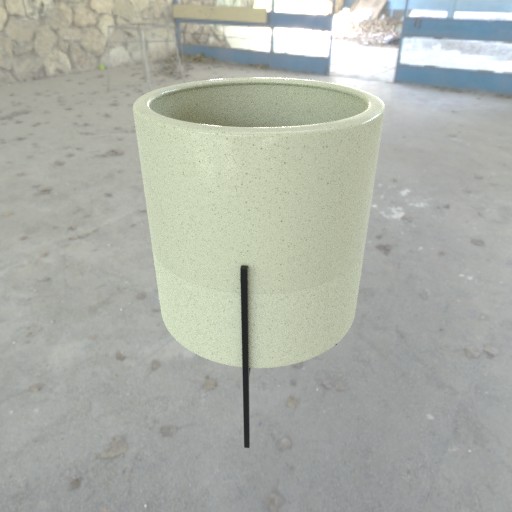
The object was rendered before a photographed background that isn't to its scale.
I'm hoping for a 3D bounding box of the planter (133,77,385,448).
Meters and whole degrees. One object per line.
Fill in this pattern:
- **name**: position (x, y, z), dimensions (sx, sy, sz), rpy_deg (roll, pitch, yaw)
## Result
- **planter**: position (0.000, 0.000, 0.690), dimensions (0.323, 0.475, 0.314), rpy_deg (21, 37, 31)
